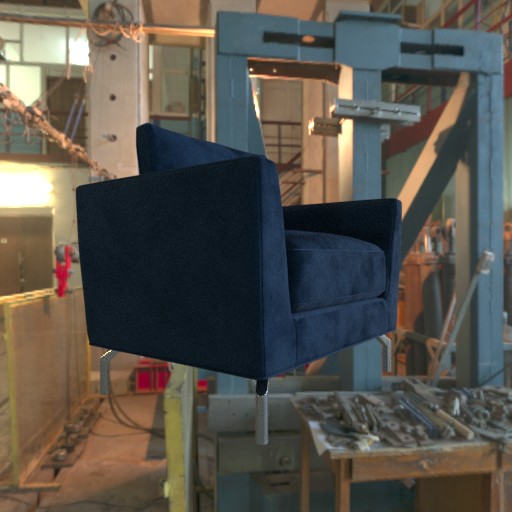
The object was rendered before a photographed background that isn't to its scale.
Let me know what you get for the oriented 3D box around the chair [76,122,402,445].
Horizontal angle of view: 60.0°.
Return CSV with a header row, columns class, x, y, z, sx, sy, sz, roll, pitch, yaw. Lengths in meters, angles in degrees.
class,x,y,z,sx,sy,sz,roll,pitch,yaw
chair,0.000,0.000,1.590,0.746,0.893,0.977,0,0,37
